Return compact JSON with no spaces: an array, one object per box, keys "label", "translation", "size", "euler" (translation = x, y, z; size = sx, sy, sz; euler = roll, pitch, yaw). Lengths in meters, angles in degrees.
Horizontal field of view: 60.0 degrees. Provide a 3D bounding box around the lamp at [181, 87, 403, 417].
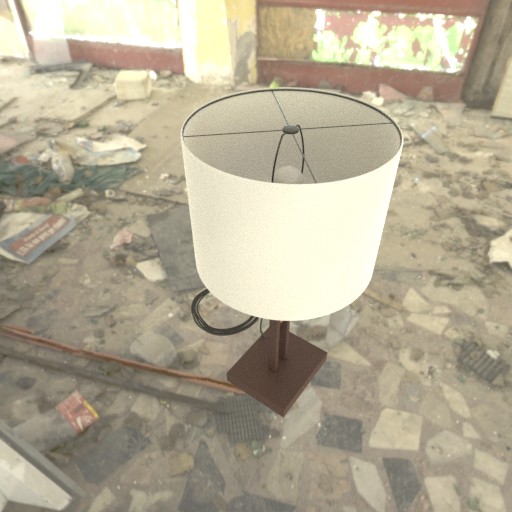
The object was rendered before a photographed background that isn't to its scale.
[{"label":"lamp","translation":[0.000,0.000,0.987],"size":[0.525,0.668,0.396],"euler":[26,47,27]}]
